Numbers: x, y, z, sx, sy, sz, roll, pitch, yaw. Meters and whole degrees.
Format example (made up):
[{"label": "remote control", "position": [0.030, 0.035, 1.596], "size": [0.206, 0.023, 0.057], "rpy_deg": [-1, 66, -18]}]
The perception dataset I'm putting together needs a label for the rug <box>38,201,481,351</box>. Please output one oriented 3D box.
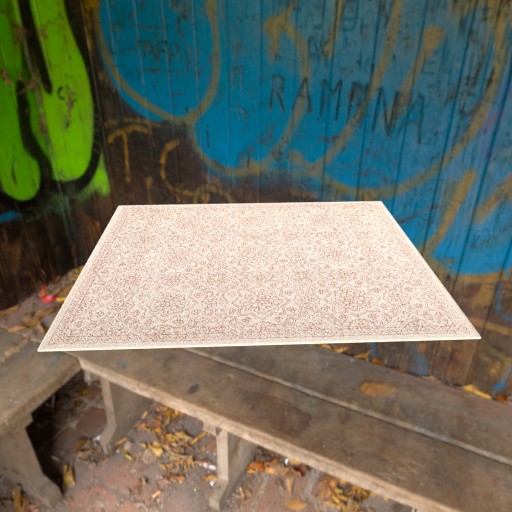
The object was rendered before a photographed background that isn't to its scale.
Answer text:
[{"label": "rug", "position": [0.000, 0.000, 4.092], "size": [3.050, 0.015, 2.441], "rpy_deg": [-1, 30, -2]}]
